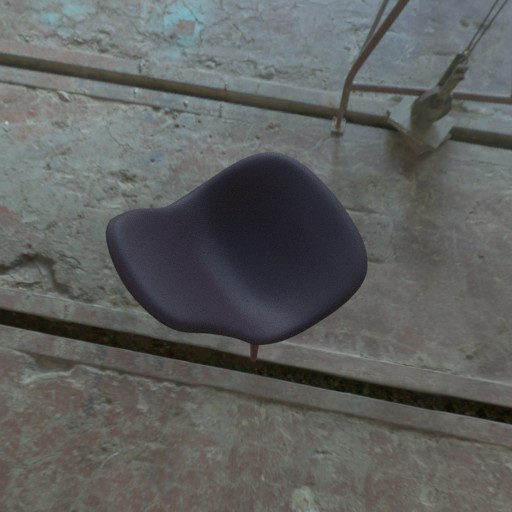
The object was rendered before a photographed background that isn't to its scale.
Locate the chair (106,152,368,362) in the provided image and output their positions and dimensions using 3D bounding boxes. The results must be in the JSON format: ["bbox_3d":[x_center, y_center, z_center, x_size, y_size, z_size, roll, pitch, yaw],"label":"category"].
[{"bbox_3d":[0.000,0.000,1.167,0.533,0.826,0.470,-34,78,-8],"label":"chair"}]
